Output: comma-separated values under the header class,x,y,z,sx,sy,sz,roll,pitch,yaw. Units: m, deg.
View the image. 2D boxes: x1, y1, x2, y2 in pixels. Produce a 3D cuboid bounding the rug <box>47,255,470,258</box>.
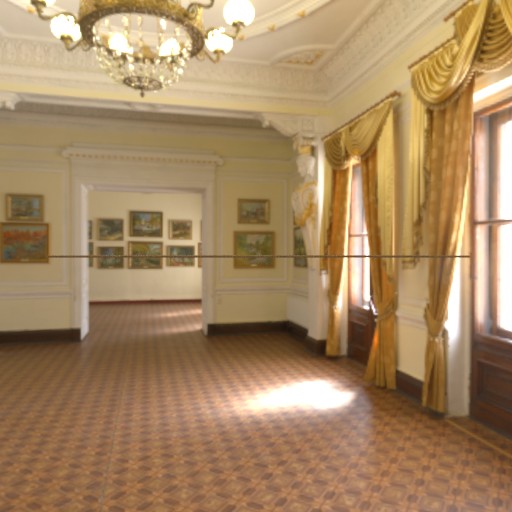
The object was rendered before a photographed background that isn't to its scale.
class,x,y,z,sx,sy,sz,roll,pitch,yaw
rug,0.000,0.000,4.086,2.471,0.012,3.034,0,0,-1
